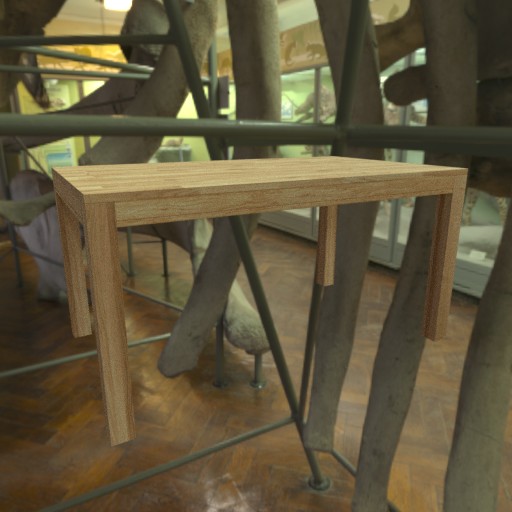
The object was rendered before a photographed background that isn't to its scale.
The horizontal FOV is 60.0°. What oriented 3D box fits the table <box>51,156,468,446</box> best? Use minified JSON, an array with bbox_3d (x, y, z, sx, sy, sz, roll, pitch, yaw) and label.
[{"bbox_3d":[0.000,0.000,1.967,1.500,0.770,0.900,-9,18,-27],"label":"table"}]
